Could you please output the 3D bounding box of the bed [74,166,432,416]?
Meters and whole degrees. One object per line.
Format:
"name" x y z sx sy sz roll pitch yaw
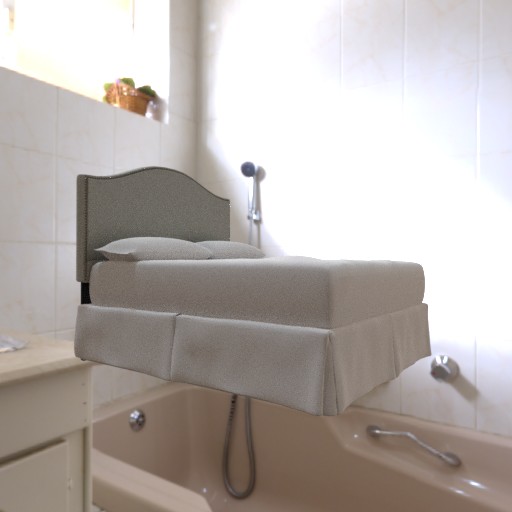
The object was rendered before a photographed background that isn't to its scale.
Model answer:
"bed" 0.000 0.000 3.409 2.180 1.607 1.813 0 -1 36
